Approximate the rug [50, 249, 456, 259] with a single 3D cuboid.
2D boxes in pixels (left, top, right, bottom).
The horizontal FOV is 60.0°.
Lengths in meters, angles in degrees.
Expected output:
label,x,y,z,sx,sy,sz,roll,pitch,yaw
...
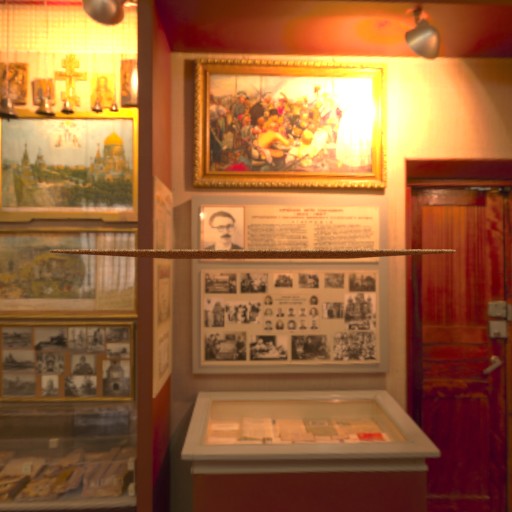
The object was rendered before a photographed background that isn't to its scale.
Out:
label,x,y,z,sx,sy,sz,roll,pitch,yaw
rug,0.000,0.000,2.718,1.566,0.013,2.141,0,-1,0
